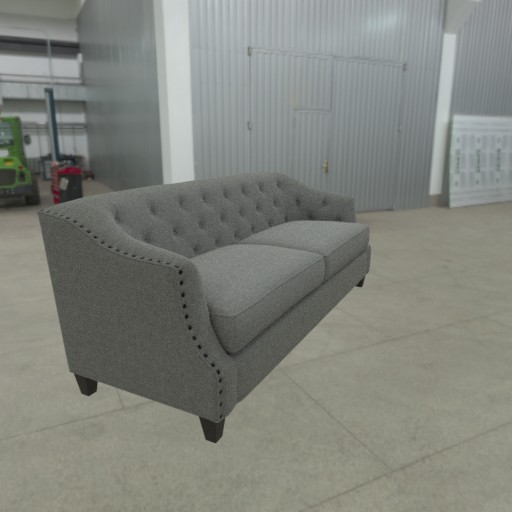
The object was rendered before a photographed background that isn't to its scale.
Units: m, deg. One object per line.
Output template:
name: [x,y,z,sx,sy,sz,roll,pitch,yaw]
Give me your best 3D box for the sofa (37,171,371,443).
sofa: [0.000,0.000,2.705,0.914,0.901,2.235,8,17,27]
